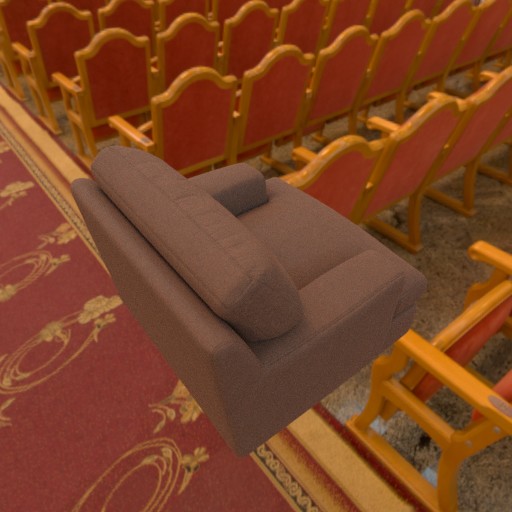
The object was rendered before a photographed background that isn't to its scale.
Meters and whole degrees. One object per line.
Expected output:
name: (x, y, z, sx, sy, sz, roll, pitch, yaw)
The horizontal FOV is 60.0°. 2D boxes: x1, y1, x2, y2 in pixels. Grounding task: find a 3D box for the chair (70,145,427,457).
chair: (0.000, 0.000, 1.992, 1.143, 0.940, 1.168, -27, 48, -27)
